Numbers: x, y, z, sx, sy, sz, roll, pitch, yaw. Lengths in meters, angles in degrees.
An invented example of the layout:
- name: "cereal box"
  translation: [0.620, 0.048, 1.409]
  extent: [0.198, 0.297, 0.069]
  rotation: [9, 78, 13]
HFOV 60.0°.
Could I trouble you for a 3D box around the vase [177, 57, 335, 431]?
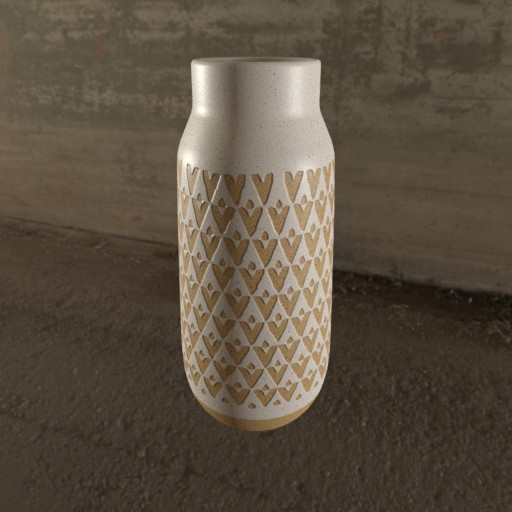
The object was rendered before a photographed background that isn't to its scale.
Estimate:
- name: "vase"
  translation: [0.000, 0.000, 0.378]
  extent: [0.137, 0.307, 0.137]
  rotation: [0, 26, 0]
